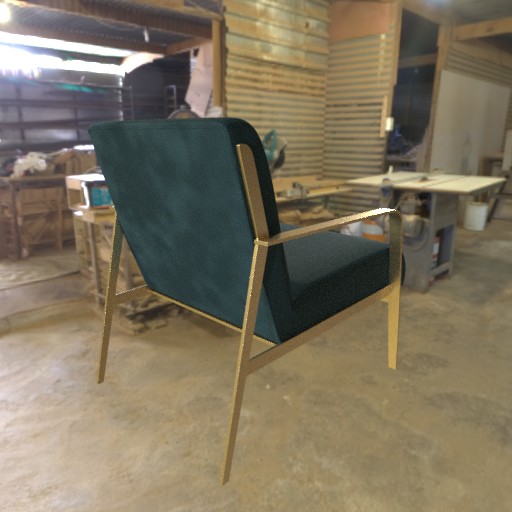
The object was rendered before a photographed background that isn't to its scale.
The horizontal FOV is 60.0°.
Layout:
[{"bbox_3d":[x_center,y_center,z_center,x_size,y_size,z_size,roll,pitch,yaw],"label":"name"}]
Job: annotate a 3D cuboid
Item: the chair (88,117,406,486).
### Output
[{"bbox_3d":[0.000,0.000,1.432,0.692,0.831,0.859,15,21,43],"label":"chair"}]
